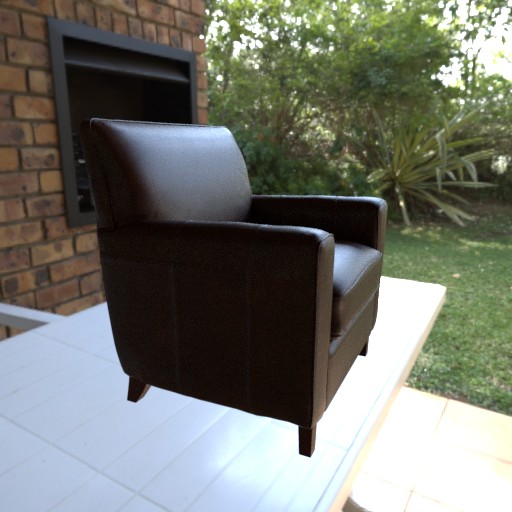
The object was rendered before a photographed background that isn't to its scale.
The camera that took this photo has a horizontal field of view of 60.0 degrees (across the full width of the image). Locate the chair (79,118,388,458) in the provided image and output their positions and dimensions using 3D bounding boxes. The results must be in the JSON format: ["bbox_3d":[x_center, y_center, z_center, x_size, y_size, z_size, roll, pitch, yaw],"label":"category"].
[{"bbox_3d":[0.000,0.000,1.617,0.823,0.943,0.870,7,16,25],"label":"chair"}]
